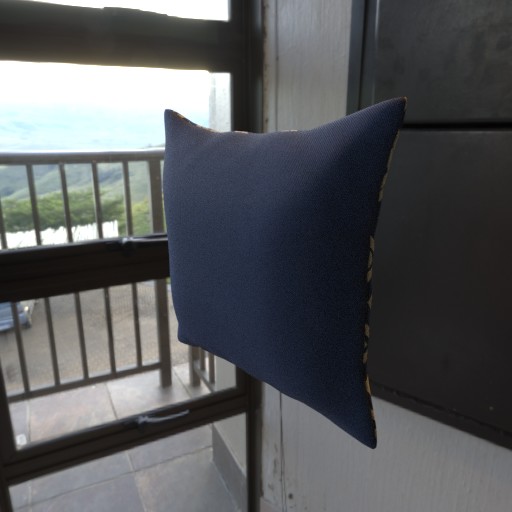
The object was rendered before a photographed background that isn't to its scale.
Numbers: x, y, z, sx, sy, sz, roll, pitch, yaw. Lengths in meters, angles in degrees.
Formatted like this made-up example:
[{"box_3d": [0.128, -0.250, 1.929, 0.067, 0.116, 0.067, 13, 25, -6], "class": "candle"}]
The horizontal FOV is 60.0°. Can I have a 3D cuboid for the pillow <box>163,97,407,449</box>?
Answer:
[{"box_3d": [0.000, 0.000, 0.759, 0.188, 0.494, 0.504, -15, 22, -43], "class": "pillow"}]
